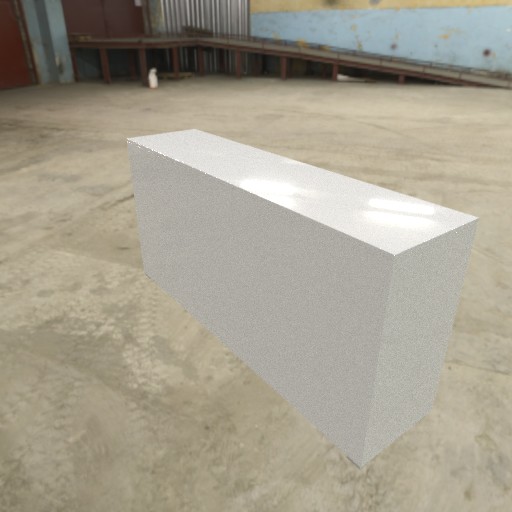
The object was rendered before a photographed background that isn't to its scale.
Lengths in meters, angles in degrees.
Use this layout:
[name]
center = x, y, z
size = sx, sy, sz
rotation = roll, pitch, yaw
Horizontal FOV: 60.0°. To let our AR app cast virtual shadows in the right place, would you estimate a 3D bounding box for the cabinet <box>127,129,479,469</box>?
[cabinet]
center = 0.000, 0.000, 1.967
size = 0.400, 0.800, 1.650
rotation = -19, 33, -33
